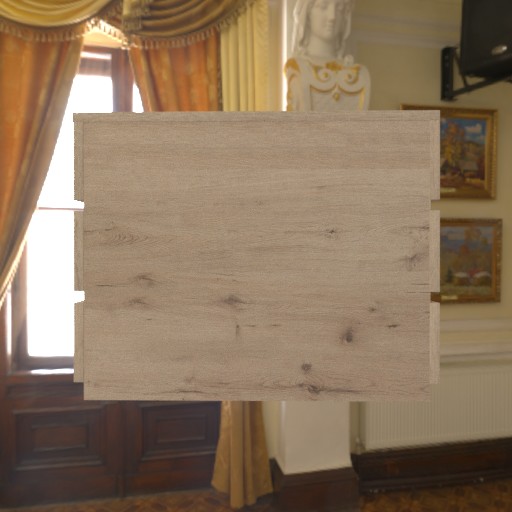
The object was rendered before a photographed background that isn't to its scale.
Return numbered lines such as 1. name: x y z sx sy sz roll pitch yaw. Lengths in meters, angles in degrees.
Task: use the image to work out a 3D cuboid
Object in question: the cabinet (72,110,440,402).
1. cabinet: 0.000 0.000 1.463 1.040 0.820 0.420 0 0 1
